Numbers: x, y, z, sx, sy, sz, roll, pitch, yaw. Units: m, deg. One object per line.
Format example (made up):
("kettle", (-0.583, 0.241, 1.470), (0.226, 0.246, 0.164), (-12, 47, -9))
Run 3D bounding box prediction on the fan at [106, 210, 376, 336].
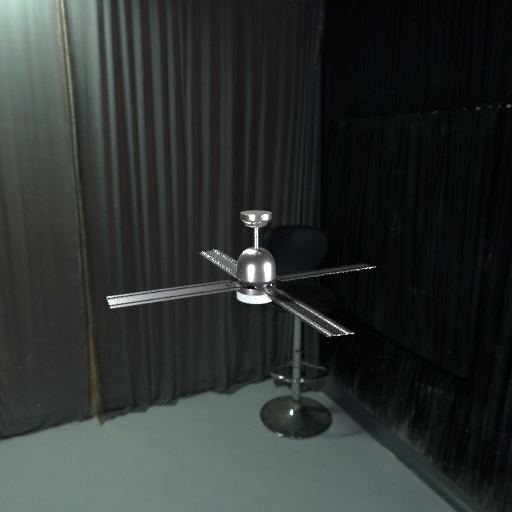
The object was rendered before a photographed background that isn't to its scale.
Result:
("fan", (0.000, 0.000, 2.070), (1.346, 0.406, 1.346), (-7, 16, -26))
